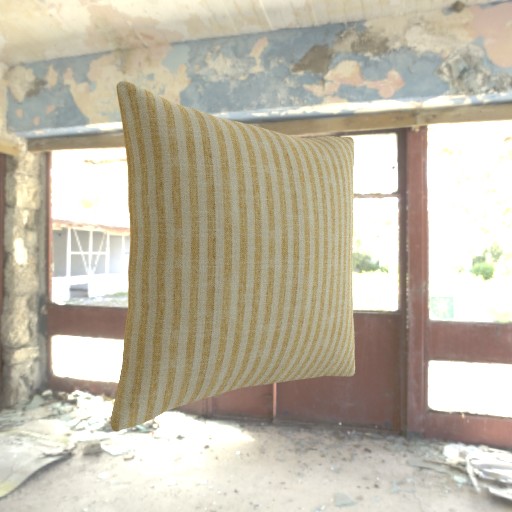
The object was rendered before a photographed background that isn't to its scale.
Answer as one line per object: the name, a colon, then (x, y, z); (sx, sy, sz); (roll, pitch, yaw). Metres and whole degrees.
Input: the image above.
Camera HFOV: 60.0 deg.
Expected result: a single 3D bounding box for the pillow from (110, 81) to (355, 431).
pillow: (0.000, 0.000, 0.635); (0.419, 0.407, 0.173); (0, 0, -37)
